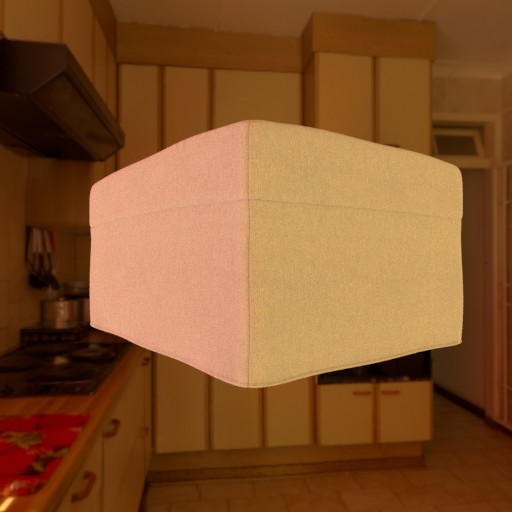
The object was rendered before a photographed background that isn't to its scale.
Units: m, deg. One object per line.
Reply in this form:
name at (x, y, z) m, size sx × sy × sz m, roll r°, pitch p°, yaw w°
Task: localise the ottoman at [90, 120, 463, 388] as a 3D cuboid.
ottoman at (0.000, 0.000, 1.196) m, size 0.648 × 0.461 × 0.833 m, roll 0°, pitch 0°, yaw -37°
